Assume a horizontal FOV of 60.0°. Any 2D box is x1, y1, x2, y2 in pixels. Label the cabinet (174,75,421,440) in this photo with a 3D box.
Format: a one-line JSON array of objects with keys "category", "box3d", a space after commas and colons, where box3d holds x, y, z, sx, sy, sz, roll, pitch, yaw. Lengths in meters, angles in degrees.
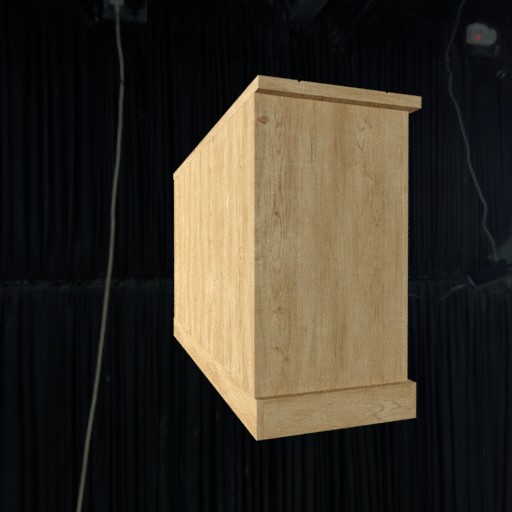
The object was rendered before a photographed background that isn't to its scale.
[{"category": "cabinet", "box3d": [0.000, 0.000, 1.673, 0.432, 0.810, 1.321, 0, 1, -18]}]
